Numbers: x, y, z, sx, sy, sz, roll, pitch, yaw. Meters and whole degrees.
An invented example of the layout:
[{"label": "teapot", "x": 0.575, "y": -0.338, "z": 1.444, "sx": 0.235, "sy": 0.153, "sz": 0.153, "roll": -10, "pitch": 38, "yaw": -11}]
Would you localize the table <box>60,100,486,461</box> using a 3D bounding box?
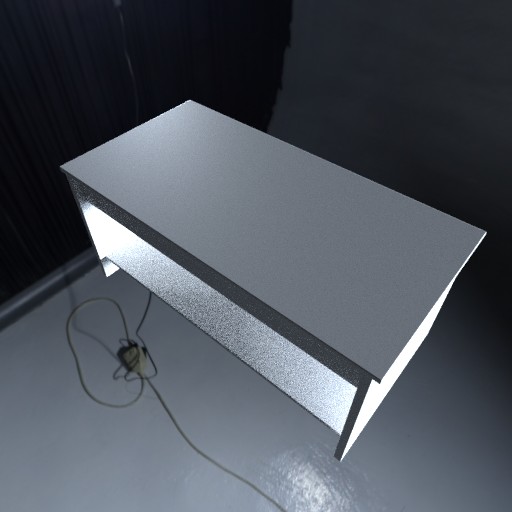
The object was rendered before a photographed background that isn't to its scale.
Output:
[{"label": "table", "x": 0.000, "y": 0.000, "z": 1.294, "sx": 1.000, "sy": 0.441, "sz": 0.500, "roll": 31, "pitch": 54, "yaw": 26}]
